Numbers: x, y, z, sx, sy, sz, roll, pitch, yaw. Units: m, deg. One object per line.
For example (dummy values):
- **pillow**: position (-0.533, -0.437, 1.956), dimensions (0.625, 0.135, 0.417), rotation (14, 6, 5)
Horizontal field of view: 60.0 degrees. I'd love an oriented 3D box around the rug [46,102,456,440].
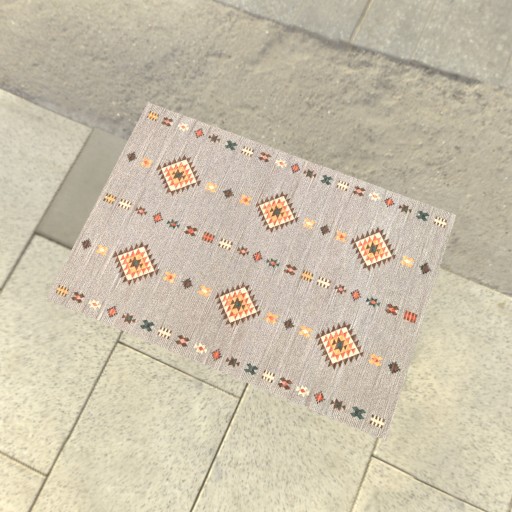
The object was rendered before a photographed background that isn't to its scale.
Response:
- **rug**: position (0.000, 0.000, 2.318), dimensions (1.818, 0.005, 1.217), rotation (21, 77, 5)
